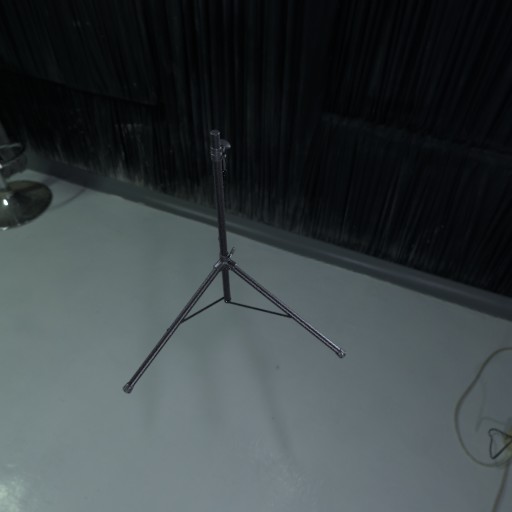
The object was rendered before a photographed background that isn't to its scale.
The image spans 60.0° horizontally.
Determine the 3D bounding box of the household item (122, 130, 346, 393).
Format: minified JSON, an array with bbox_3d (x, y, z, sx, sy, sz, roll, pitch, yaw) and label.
[{"bbox_3d":[0.000,0.000,2.722,1.339,1.595,1.596,16,48,15],"label":"household item"}]
